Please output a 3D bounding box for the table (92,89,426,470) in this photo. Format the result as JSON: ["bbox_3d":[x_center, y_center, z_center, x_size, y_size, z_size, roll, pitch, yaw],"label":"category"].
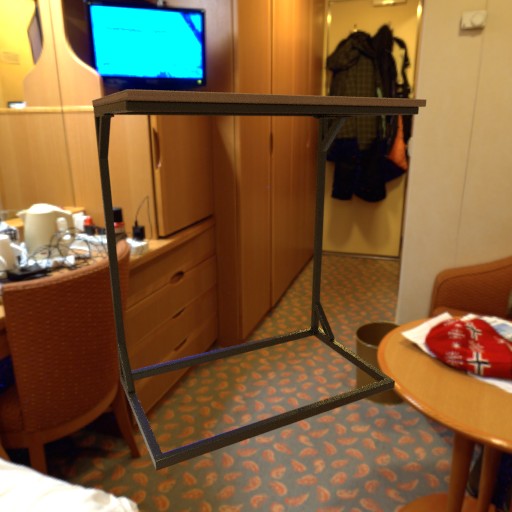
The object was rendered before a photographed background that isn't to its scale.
[{"bbox_3d":[0.000,0.000,1.012,0.597,0.673,0.351,-8,19,-26],"label":"table"}]
